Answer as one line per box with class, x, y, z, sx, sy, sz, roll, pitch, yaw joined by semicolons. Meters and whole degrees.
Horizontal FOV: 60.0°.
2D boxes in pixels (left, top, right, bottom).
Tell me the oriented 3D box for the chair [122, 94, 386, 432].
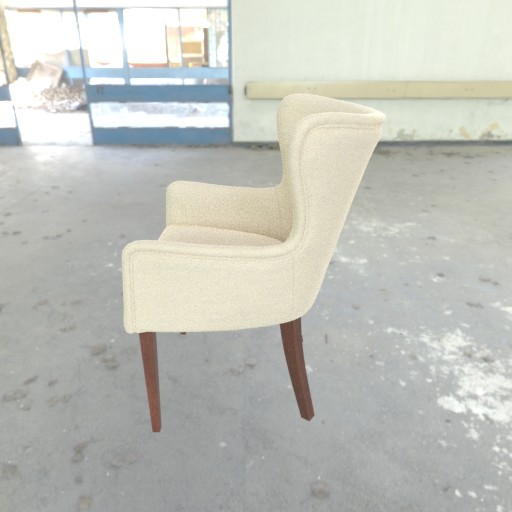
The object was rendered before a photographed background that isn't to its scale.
chair;0.000;0.000;1.496;0.744;0.990;0.696;0;24;0
